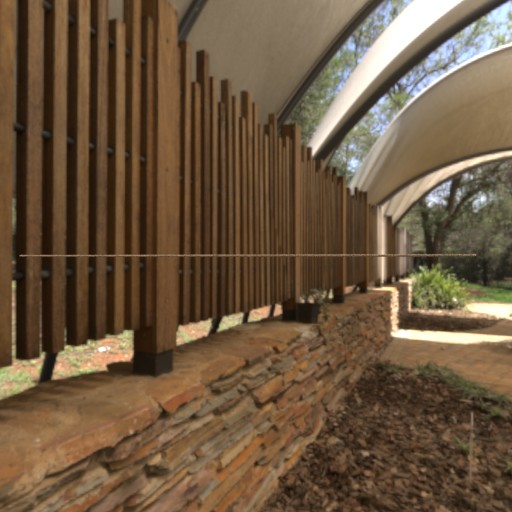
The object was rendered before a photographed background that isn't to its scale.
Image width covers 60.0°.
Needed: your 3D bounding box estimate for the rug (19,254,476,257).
[{"bbox_3d":[0.000,0.000,2.941,2.440,0.010,1.545,0,0,19],"label":"rug"}]
